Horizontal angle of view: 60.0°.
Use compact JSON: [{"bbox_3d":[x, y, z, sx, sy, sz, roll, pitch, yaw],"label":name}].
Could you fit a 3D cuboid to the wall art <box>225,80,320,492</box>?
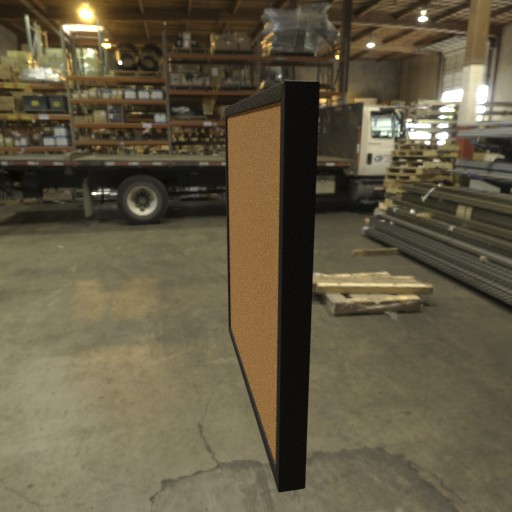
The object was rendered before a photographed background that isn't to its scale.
[{"bbox_3d":[0.000,0.000,0.759,0.037,0.508,0.508,-3,16,-10],"label":"wall art"}]
